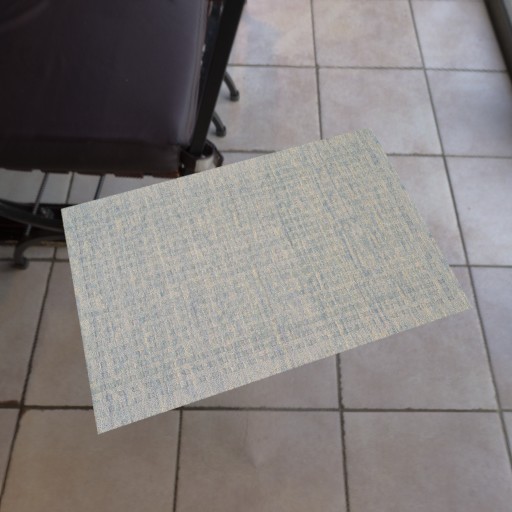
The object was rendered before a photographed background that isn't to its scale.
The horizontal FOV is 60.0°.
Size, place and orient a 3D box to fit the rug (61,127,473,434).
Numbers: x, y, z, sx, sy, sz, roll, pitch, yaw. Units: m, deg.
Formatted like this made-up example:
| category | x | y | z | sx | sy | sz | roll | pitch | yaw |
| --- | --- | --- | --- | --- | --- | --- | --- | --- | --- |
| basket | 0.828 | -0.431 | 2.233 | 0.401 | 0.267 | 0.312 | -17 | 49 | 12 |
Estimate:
| category | x | y | z | sx | sy | sz | roll | pitch | yaw |
| --- | --- | --- | --- | --- | --- | --- | --- | --- | --- |
| rug | 0.000 | 0.000 | 2.184 | 1.752 | 0.006 | 1.142 | -17 | 66 | -8 |
